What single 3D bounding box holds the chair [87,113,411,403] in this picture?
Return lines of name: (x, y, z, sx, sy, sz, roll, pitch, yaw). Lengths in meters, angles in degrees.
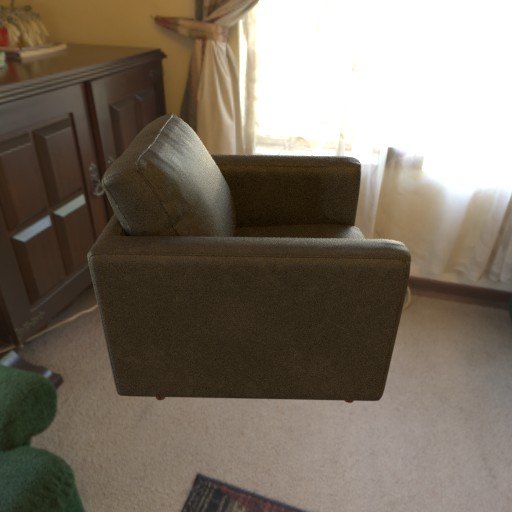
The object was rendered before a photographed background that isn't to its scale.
chair: (0.000, 0.000, 1.594, 0.879, 0.898, 0.831, 1, 31, 1)
